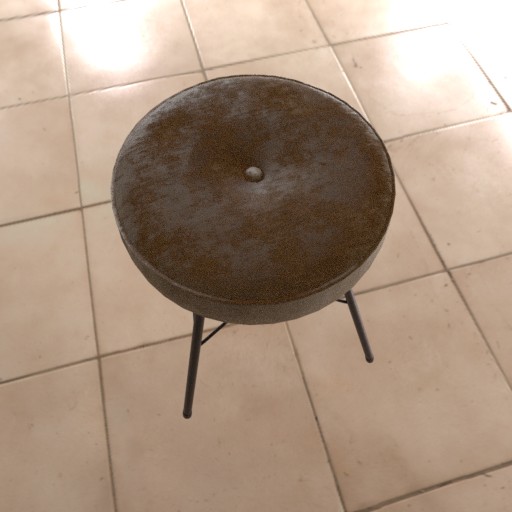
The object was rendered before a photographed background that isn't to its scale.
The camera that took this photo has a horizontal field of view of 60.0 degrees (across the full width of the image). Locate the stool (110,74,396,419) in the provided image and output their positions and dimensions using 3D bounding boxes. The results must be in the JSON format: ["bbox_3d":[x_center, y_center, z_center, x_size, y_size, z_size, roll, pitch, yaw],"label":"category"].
[{"bbox_3d":[0.000,0.000,0.860,0.457,0.538,0.423,-15,63,-8],"label":"stool"}]
